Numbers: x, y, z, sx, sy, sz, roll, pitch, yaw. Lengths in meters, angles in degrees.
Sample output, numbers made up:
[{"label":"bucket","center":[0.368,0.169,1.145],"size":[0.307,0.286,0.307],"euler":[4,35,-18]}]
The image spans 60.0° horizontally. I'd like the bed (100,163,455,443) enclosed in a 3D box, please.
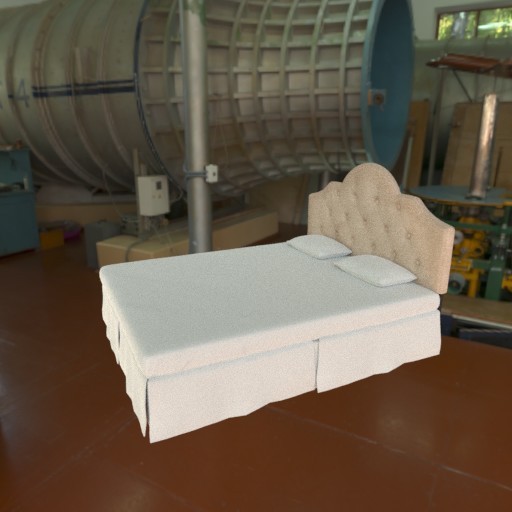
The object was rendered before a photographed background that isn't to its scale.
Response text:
[{"label":"bed","center":[0.000,0.000,3.054],"size":[1.970,1.194,1.667],"euler":[-8,18,-25]}]
